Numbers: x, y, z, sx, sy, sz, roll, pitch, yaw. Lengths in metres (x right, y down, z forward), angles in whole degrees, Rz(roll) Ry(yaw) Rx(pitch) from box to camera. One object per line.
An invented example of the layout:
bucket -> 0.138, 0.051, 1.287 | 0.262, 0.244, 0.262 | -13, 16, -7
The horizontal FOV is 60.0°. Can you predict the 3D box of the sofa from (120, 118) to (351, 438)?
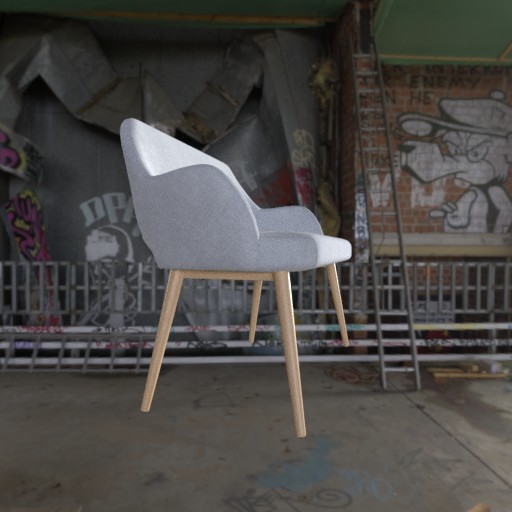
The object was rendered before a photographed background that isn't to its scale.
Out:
sofa -> 0.000, 0.000, 1.606 | 0.610, 0.840, 1.150 | 0, 1, 17
